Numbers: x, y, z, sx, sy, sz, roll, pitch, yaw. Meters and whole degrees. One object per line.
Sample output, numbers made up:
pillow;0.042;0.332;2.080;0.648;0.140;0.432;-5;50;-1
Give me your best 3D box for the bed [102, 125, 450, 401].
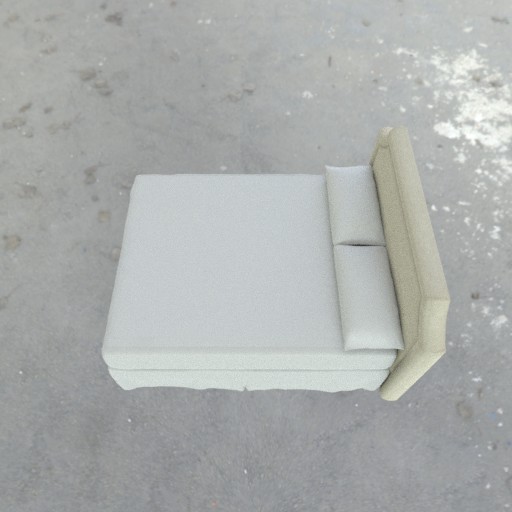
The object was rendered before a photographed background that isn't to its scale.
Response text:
bed;0.000;0.000;3.320;2.164;1.297;1.828;0;58;0
